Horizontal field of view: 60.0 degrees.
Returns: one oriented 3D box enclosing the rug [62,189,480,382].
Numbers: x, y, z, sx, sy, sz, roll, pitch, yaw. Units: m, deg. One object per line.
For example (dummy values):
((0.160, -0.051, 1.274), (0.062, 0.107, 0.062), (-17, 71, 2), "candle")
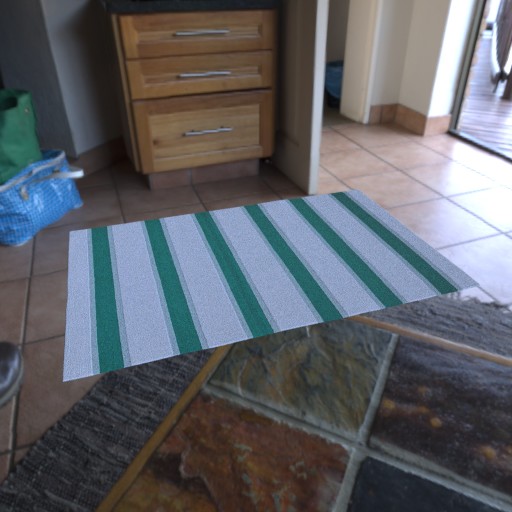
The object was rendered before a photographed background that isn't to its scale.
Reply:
((0.000, 0.000, 3.027), (2.436, 0.015, 1.521), (-10, 34, -15), "rug")
